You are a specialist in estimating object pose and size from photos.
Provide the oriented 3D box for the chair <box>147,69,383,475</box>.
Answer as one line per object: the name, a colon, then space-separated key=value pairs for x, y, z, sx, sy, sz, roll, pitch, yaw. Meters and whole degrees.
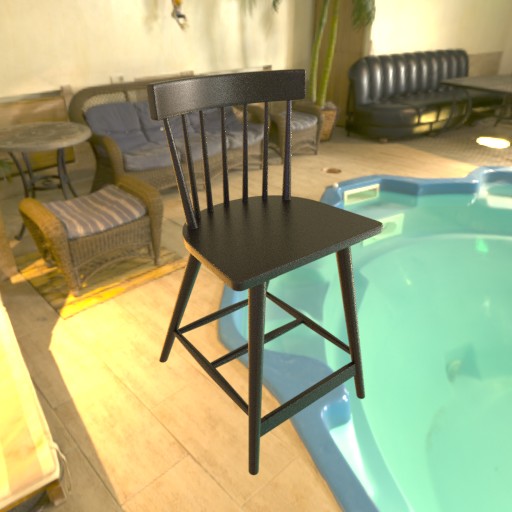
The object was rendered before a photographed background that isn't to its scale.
chair: x=0.000 y=0.000 z=1.275 sx=0.483 sy=0.952 sz=0.572 roll=-21 pitch=35 yaw=-32
